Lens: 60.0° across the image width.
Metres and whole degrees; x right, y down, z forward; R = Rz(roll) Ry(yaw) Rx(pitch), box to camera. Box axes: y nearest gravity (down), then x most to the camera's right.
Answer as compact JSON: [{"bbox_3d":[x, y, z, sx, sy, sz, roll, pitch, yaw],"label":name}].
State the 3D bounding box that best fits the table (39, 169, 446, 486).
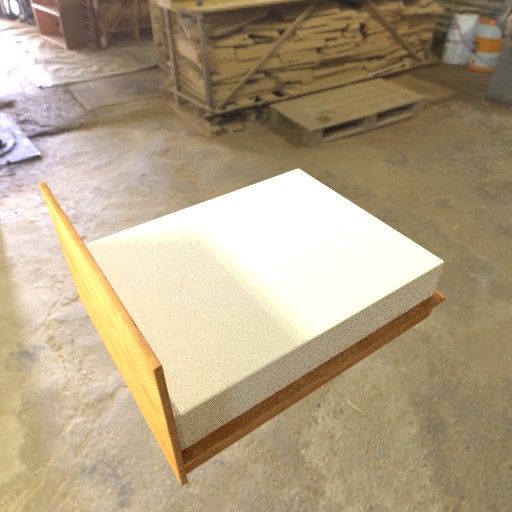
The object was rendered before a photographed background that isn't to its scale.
[{"bbox_3d":[0.000,0.000,3.057,2.149,1.041,1.707,-24,45,-26],"label":"table"}]
